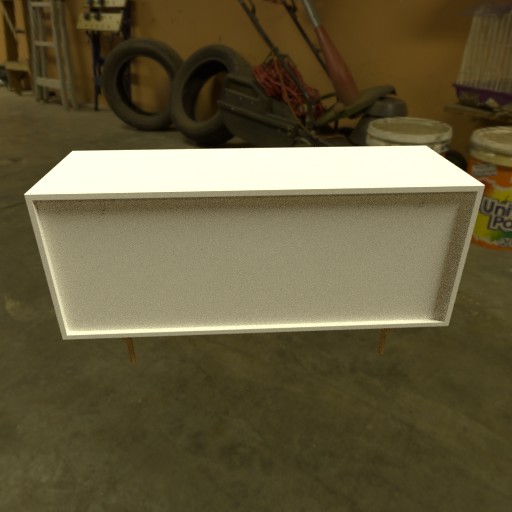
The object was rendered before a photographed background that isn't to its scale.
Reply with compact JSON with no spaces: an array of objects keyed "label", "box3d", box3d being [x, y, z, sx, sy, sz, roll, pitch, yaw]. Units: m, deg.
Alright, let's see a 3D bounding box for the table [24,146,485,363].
[{"label":"table","box3d":[0.000,0.000,1.848,1.500,0.769,0.508,-2,29,-3]}]
